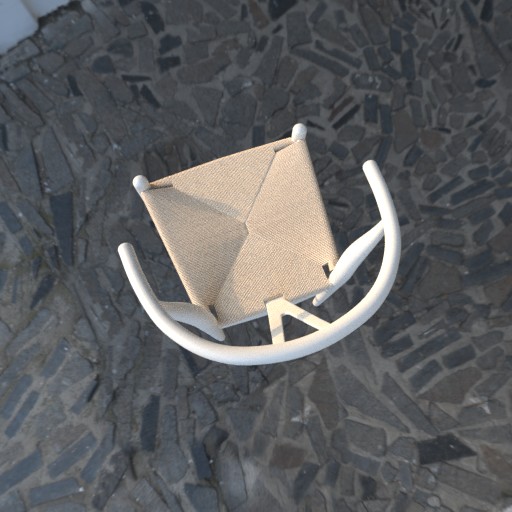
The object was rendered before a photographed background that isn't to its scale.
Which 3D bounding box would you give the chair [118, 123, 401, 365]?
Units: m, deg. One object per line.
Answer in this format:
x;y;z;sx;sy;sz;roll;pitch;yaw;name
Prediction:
0.000;0.000;1.188;0.569;0.730;0.579;-19;76;-5;chair
